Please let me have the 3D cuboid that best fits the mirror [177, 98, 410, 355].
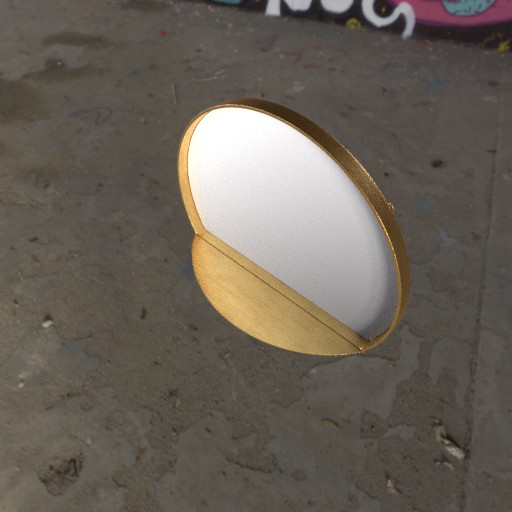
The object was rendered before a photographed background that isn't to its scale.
[{"bbox_3d":[0.000,0.000,0.701,0.457,0.457,0.133,34,56,27],"label":"mirror"}]
